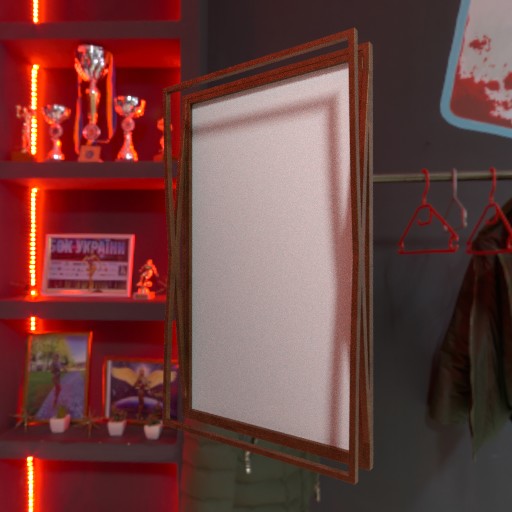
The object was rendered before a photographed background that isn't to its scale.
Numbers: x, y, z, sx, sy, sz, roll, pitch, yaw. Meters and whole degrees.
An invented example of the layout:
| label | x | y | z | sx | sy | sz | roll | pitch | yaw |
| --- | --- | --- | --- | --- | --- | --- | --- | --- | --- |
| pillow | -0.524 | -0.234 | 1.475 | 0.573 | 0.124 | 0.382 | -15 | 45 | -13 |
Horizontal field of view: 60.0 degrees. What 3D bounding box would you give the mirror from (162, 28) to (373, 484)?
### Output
| label | x | y | z | sx | sy | sz | roll | pitch | yaw |
| --- | --- | --- | --- | --- | --- | --- | --- | --- | --- |
| mirror | 0.000 | 0.000 | 0.909 | 0.468 | 0.768 | 0.082 | 0 | 0 | 35 |
